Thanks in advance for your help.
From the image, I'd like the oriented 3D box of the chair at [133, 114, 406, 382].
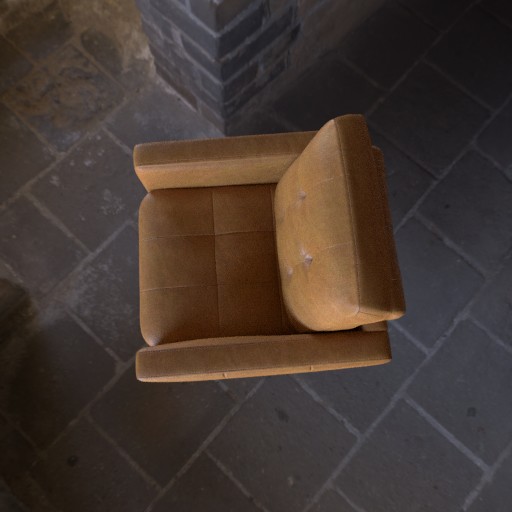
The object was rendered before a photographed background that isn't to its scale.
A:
[{"bbox_3d":[0.000,0.000,1.588,0.868,0.896,0.831,-4,76,-1],"label":"chair"}]
